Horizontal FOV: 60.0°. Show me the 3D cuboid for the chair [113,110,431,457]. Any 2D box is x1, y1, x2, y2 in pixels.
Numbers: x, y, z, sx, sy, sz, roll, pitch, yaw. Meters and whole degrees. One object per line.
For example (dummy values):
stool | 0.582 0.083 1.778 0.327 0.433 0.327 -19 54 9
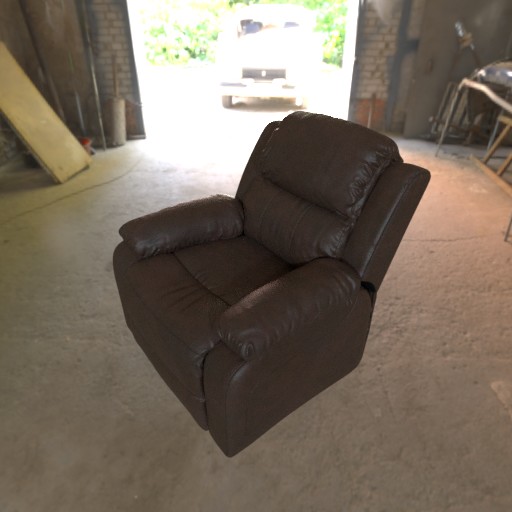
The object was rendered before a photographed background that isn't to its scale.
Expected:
chair | 0.000 0.000 1.297 0.707 0.702 0.680 -22 39 -31
